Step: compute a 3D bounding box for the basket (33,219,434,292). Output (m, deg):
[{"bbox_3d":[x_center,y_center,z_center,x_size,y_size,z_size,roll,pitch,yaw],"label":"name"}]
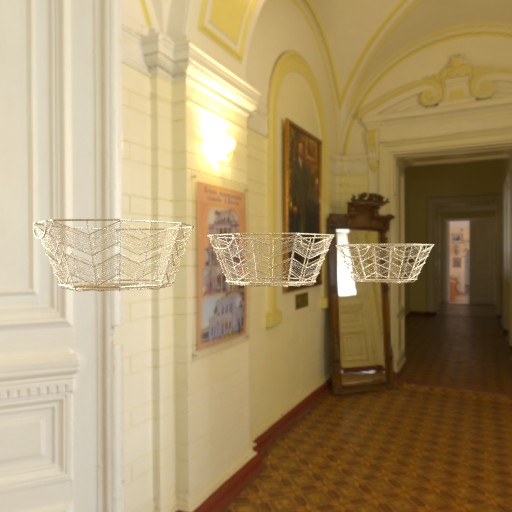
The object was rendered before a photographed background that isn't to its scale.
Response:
[{"bbox_3d":[0.000,0.000,1.373,1.246,0.178,0.432,0,0,-18],"label":"basket"}]
